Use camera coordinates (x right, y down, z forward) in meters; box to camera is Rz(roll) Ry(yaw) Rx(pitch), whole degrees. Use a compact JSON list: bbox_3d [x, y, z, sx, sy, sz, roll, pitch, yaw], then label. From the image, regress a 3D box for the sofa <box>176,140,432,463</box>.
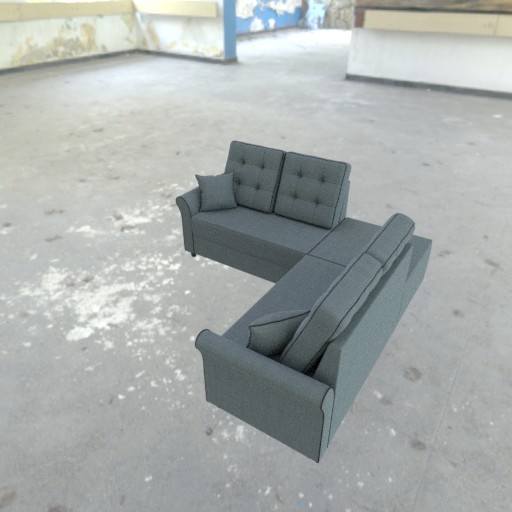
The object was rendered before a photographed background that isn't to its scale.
[{"bbox_3d":[0.000,0.000,3.288,2.068,0.988,2.070,19,37,28],"label":"sofa"}]
